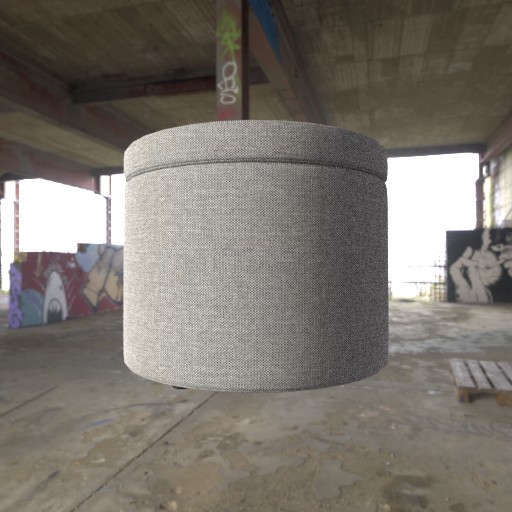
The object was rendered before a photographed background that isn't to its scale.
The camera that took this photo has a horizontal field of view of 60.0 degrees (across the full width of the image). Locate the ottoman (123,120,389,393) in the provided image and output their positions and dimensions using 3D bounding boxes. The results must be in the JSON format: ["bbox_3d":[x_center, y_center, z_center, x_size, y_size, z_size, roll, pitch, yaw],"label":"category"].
[{"bbox_3d":[0.000,0.000,0.872,0.500,0.419,0.500,0,0,0],"label":"ottoman"}]
